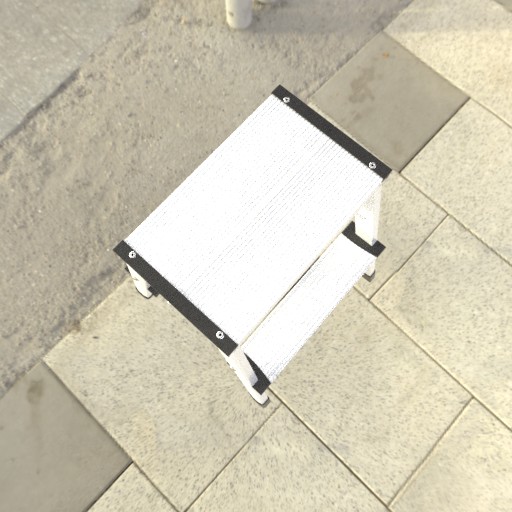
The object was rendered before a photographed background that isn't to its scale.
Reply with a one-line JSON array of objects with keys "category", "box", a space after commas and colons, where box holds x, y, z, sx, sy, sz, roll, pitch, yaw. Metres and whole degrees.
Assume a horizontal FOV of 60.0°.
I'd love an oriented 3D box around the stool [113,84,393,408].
[{"category": "stool", "box": [0.000, 0.000, 0.818, 0.405, 0.480, 0.404, 41, 79, 10]}]
